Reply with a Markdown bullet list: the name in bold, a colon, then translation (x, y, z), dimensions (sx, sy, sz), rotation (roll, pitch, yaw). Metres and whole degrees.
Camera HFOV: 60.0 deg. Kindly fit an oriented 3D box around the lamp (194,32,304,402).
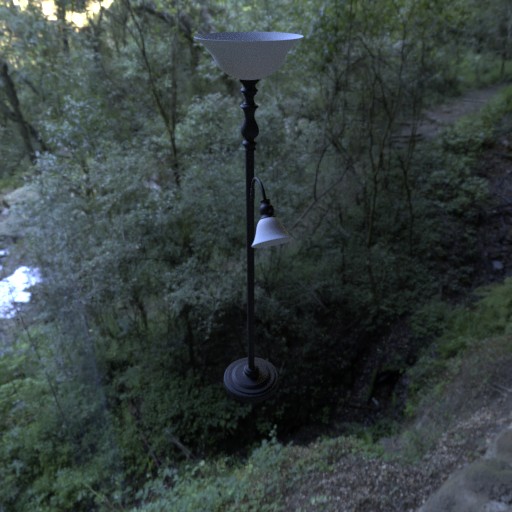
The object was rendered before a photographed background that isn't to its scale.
- **lamp**: translation (0.000, 0.000, 2.026), dimensions (0.405, 1.793, 0.588), rotation (-9, 32, -14)
